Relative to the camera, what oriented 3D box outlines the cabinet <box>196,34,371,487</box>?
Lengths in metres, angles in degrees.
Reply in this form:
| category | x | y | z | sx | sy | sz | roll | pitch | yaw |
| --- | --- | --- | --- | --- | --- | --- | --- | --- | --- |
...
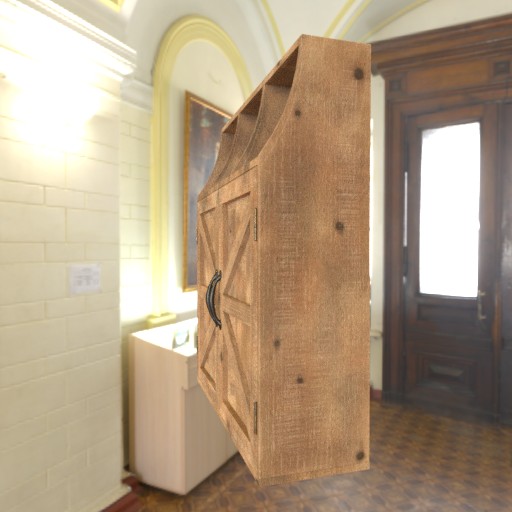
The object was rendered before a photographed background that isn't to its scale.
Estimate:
| category | x | y | z | sx | sy | sz | roll | pitch | yaw |
| --- | --- | --- | --- | --- | --- | --- | --- | --- | --- |
| cabinet | 0.000 | 0.000 | 0.823 | 0.184 | 0.590 | 0.489 | 0 | 1 | -17 |
